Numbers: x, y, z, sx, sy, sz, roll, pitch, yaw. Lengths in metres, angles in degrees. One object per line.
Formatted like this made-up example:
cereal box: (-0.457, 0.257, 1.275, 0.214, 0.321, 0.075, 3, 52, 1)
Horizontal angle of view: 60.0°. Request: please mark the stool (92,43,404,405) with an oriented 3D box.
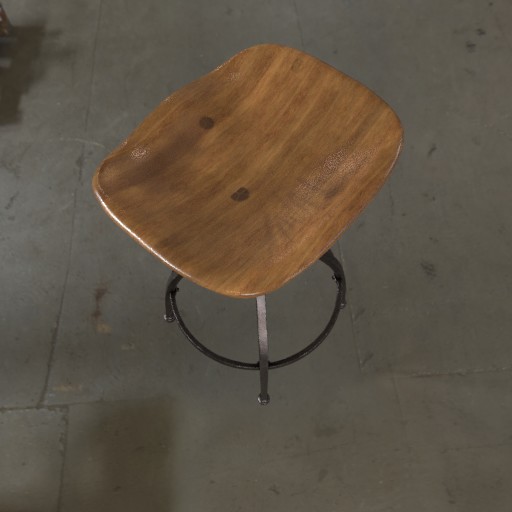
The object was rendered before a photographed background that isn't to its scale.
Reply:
stool: (0.000, 0.000, 0.955, 0.424, 0.694, 0.432, 37, 69, 17)
